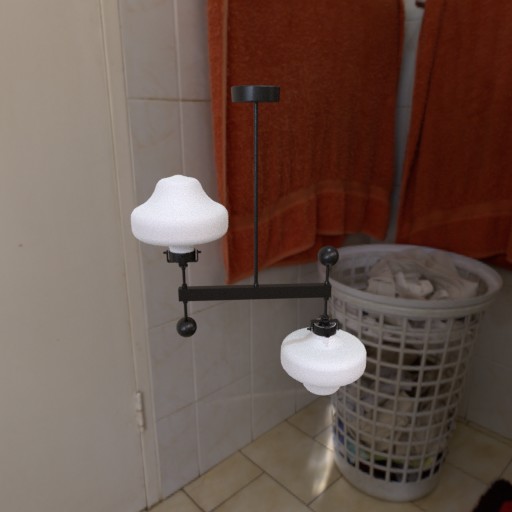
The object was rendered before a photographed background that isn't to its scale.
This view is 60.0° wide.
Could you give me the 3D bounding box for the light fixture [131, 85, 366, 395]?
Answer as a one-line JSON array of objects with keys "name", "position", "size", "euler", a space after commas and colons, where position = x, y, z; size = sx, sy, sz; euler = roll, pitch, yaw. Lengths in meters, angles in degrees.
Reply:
[{"name": "light fixture", "position": [0.000, 0.000, 1.041], "size": [0.489, 0.743, 0.422], "euler": [-15, 23, -39]}]
